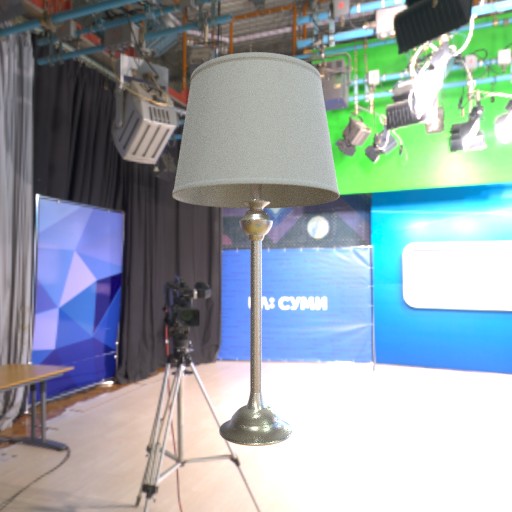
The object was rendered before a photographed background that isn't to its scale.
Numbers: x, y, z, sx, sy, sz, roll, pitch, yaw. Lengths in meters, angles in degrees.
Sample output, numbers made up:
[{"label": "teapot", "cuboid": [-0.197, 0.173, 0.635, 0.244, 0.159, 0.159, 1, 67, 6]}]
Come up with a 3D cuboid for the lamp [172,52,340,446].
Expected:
[{"label": "lamp", "cuboid": [0.000, 0.000, 0.889, 0.331, 0.698, 0.331, 0, -1, 0]}]
